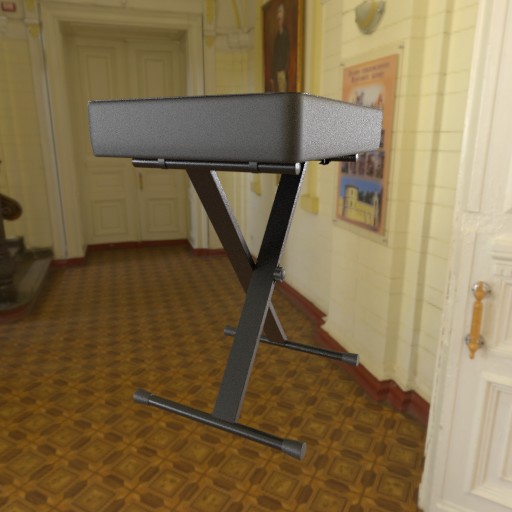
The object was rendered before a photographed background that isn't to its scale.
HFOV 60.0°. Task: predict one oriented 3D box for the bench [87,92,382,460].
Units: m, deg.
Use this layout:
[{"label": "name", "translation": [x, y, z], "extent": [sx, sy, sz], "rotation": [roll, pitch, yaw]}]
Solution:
[{"label": "bench", "translation": [0.000, 0.000, 0.778], "extent": [0.321, 0.500, 0.424], "rotation": [8, 17, 26]}]
